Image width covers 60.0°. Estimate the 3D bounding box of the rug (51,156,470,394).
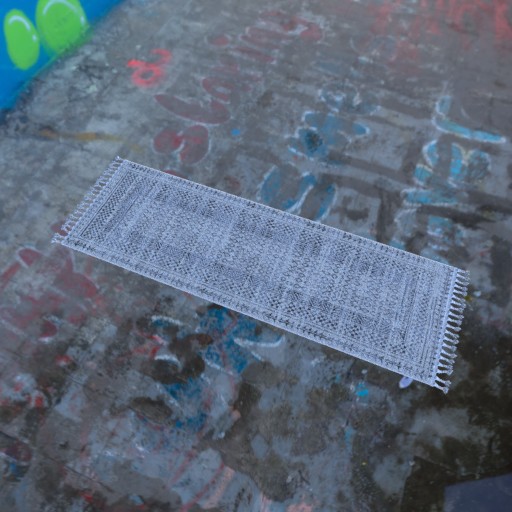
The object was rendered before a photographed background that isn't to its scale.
[{"bbox_3d":[0.000,0.000,2.710,2.480,0.013,0.786,19,61,11],"label":"rug"}]
